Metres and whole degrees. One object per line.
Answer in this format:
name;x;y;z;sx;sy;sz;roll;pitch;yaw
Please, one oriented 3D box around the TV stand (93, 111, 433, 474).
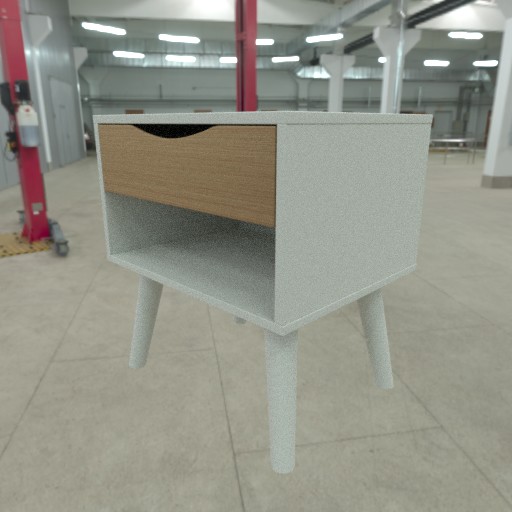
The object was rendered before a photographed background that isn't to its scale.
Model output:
TV stand;0.000;0.000;0.922;0.508;0.559;0.405;16;23;42
